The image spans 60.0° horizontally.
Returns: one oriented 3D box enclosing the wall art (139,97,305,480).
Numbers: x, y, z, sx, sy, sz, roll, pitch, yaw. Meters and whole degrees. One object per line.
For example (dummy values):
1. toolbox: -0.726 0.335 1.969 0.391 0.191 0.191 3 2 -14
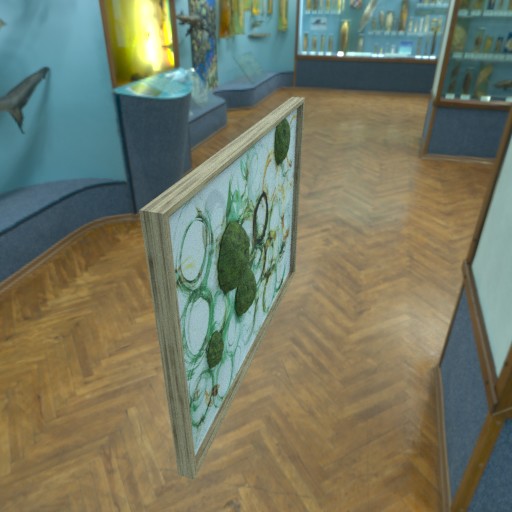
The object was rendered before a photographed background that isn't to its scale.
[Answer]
1. wall art: 0.000 0.000 1.113 0.063 0.609 0.841 10 32 16
